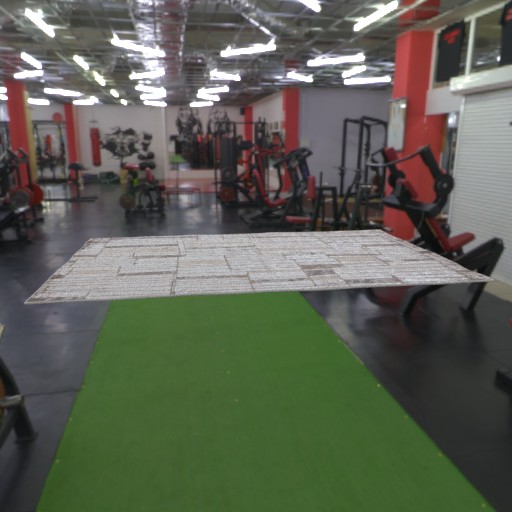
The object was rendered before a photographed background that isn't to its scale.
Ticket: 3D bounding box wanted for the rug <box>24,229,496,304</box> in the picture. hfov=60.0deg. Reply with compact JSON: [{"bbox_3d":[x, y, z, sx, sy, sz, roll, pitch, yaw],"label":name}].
[{"bbox_3d":[0.000,0.000,2.989,2.444,0.023,1.531,-2,14,-8],"label":"rug"}]
